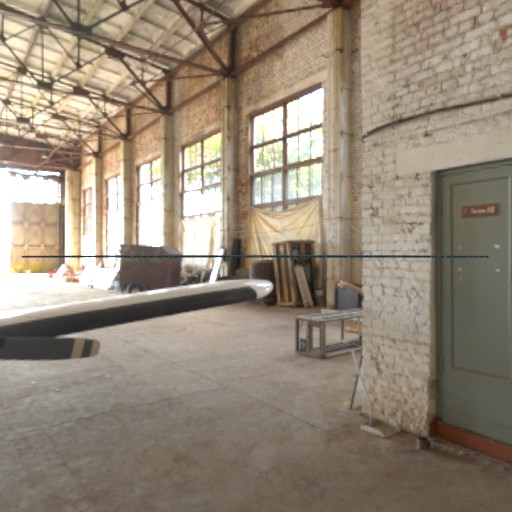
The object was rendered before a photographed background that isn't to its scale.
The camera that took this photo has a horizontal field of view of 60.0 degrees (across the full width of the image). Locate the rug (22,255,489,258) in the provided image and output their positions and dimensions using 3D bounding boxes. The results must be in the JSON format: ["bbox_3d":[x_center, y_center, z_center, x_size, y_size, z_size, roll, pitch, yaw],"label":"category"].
[{"bbox_3d":[0.000,0.000,4.086,3.033,0.012,2.432,0,0,1],"label":"rug"}]
